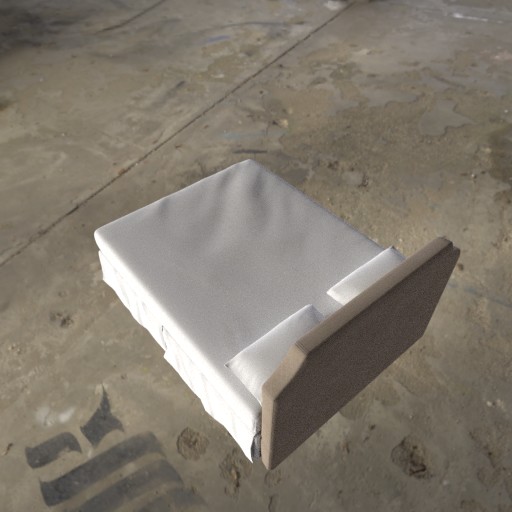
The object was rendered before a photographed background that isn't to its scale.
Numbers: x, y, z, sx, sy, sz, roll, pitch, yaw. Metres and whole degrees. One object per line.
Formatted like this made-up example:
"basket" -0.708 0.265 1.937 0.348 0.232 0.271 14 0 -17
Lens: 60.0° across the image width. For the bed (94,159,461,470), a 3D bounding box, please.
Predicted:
"bed" 0.000 0.000 3.762 1.977 1.293 2.498 -31 53 -27
